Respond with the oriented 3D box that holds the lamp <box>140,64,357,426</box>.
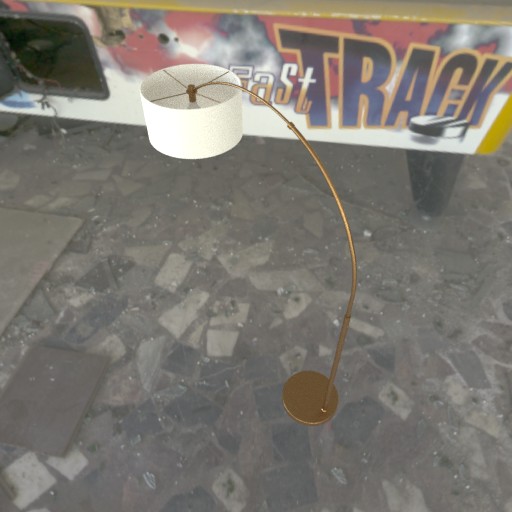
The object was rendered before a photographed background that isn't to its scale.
[{"bbox_3d":[0.000,0.000,2.526,0.493,1.927,1.434,-33,55,-28],"label":"lamp"}]
